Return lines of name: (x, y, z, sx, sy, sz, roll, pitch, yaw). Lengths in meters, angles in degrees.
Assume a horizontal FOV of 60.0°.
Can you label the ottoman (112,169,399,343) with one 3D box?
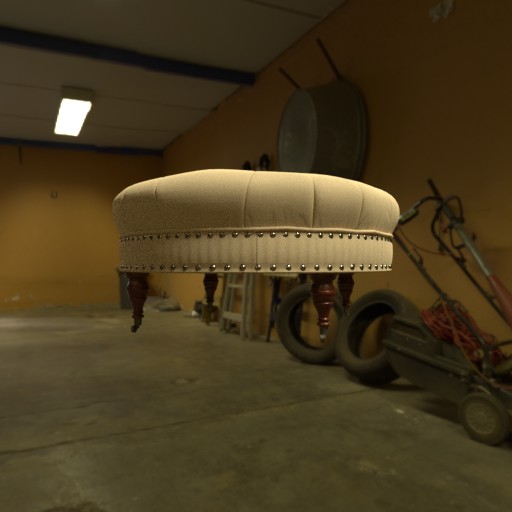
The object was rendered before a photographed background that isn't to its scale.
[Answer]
ottoman: (0.000, 0.000, 1.445, 0.901, 0.439, 0.901, 0, -1, 0)
